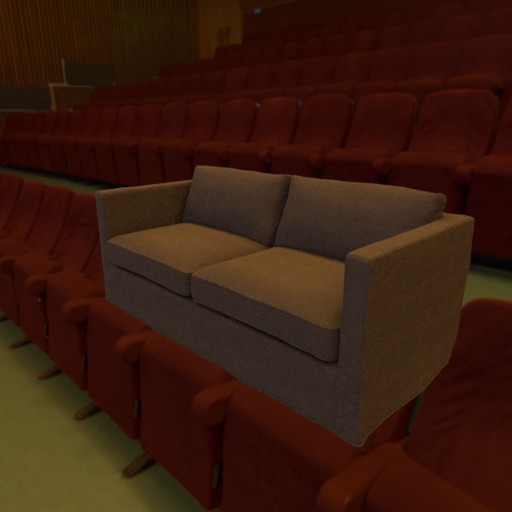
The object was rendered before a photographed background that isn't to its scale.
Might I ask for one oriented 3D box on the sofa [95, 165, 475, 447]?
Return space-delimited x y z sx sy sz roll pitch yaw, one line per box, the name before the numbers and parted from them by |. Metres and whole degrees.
sofa | 0.000 0.000 2.472 0.953 0.855 1.982 -17 24 -42
